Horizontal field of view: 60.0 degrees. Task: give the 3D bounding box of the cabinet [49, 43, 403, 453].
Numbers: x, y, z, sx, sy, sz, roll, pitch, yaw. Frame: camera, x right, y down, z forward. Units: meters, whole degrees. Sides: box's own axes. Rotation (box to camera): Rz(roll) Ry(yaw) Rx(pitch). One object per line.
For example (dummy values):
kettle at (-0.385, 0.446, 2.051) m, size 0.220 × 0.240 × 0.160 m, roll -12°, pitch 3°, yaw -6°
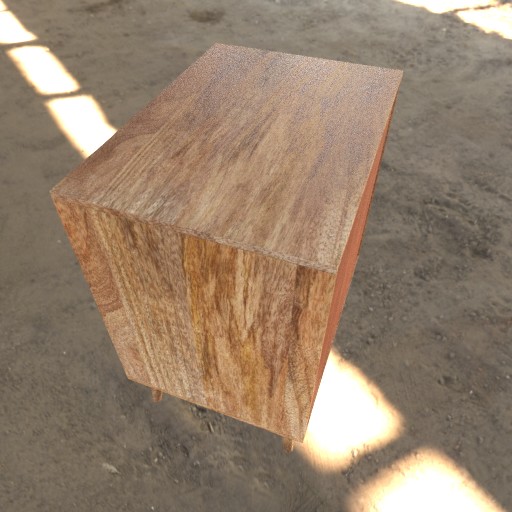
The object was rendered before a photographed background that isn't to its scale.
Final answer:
cabinet at (0.000, 0.000, 1.128) m, size 0.473 × 0.758 × 0.647 m, roll 15°, pitch 48°, yaw 14°
